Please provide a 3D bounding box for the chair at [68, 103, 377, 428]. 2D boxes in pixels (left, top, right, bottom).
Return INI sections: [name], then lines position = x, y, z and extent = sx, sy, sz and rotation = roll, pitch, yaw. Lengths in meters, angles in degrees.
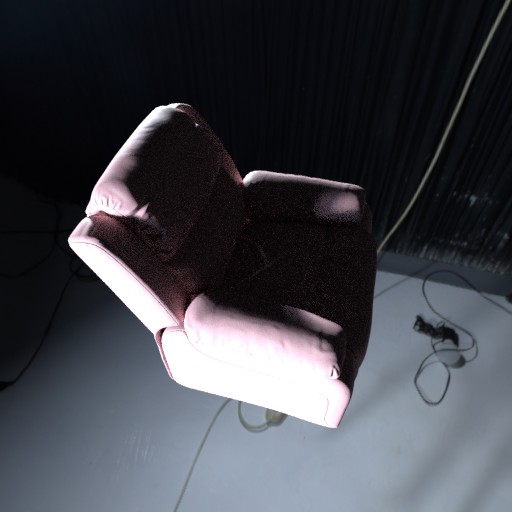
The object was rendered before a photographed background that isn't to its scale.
[chair]
position = 0.000, 0.000, 1.283
extent = 0.709, 0.702, 0.680
rotation = 11, 49, 9
